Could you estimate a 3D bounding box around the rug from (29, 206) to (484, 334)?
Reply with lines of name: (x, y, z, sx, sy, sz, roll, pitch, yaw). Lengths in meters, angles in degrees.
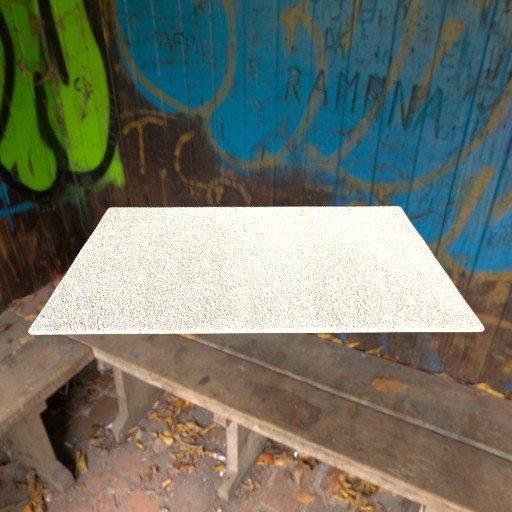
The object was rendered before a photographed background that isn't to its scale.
rug: (0.000, 0.000, 3.413, 2.743, 0.030, 1.778, 0, 31, 0)
